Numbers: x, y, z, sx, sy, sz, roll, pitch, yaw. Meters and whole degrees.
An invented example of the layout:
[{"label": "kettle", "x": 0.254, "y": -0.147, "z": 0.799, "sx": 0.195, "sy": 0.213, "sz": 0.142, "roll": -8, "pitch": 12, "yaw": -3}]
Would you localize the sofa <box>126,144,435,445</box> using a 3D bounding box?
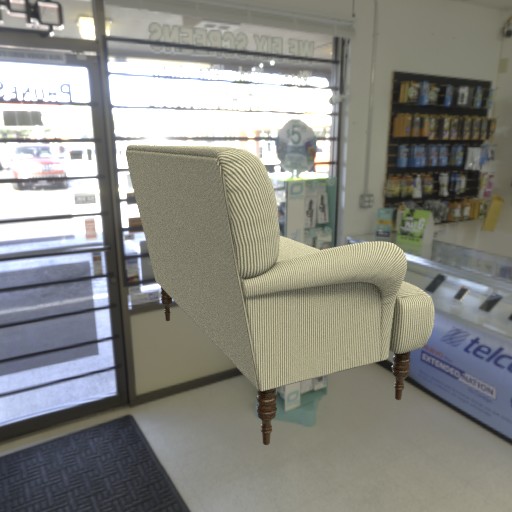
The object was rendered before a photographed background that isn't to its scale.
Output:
[{"label": "sofa", "x": 0.000, "y": 0.000, "z": 1.821, "sx": 0.779, "sy": 0.889, "sz": 1.297, "roll": -7, "pitch": 16, "yaw": -26}]
